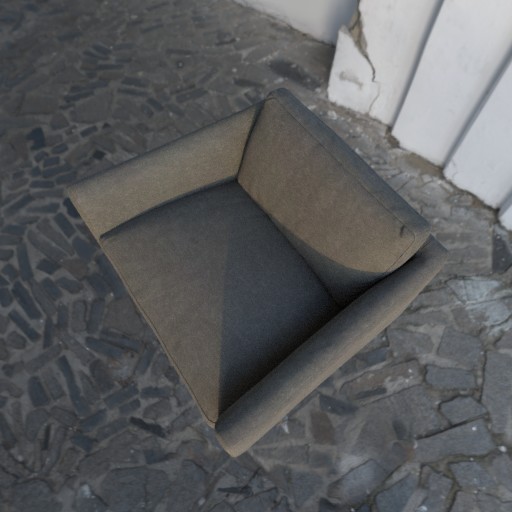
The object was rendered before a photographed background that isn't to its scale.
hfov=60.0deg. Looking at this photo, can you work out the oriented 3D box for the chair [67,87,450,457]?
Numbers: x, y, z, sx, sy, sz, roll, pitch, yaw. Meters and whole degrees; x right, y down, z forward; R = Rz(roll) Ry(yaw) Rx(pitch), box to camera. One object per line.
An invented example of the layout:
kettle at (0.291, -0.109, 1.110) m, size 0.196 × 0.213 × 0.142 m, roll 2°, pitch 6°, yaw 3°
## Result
chair at (0.000, 0.000, 1.904) m, size 1.091 × 0.845 × 1.190 m, roll -32°, pitch 67°, yaw -15°
